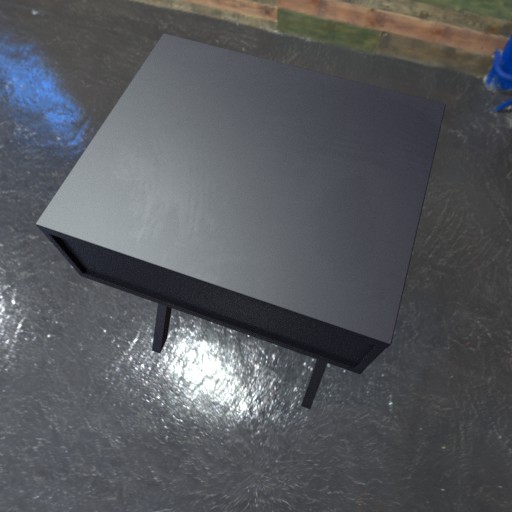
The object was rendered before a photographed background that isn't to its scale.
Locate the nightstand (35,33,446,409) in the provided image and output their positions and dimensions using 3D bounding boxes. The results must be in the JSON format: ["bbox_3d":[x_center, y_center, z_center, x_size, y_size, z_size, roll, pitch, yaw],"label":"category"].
[{"bbox_3d":[0.000,0.000,0.914,0.479,0.623,0.402,18,65,9],"label":"nightstand"}]
